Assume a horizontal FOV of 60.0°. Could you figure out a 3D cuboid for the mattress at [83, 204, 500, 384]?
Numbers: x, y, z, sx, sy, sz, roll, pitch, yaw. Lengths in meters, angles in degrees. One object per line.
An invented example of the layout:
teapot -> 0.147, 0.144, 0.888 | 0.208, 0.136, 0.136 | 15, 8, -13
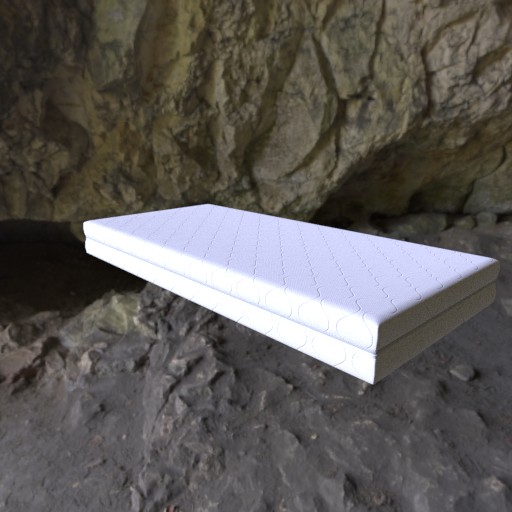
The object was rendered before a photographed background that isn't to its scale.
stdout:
mattress -> 0.000, 0.000, 2.156 | 0.900, 0.200, 1.900 | -15, 21, -41
